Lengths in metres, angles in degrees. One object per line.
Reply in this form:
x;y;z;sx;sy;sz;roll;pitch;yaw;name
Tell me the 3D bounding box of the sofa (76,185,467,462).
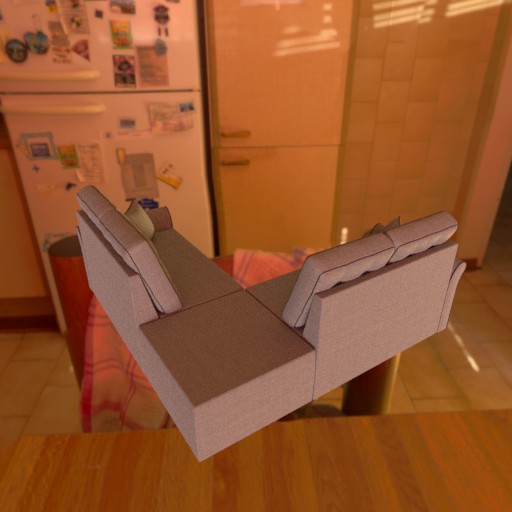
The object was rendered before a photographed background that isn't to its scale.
0.000;0.000;3.307;2.068;0.988;2.070;-18;33;-29;sofa
